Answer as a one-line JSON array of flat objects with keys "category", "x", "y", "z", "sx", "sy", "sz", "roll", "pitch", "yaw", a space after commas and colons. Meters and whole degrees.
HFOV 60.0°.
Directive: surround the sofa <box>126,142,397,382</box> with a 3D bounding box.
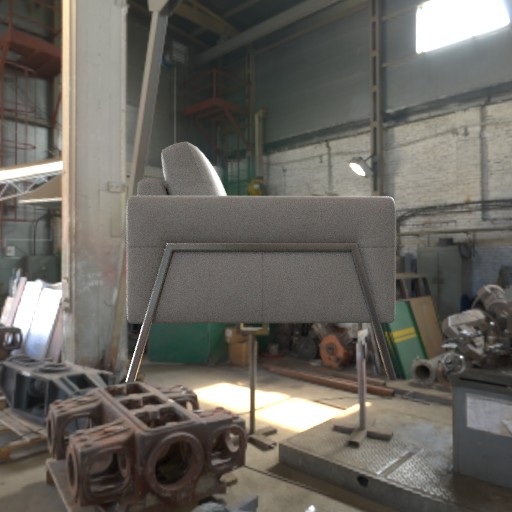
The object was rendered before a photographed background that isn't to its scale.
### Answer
[{"category": "sofa", "x": 0.000, "y": 0.000, "z": 2.523, "sx": 0.953, "sy": 0.875, "sz": 2.017, "roll": 0, "pitch": -1, "yaw": -1}]
